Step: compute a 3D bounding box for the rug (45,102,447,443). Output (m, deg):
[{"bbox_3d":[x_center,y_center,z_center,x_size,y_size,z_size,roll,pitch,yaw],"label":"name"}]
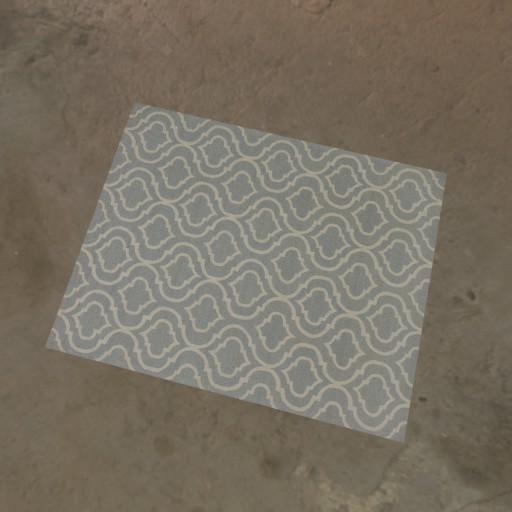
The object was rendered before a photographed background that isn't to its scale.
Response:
[{"bbox_3d":[0.000,0.000,3.726,2.892,0.006,2.283,14,76,3],"label":"rug"}]
